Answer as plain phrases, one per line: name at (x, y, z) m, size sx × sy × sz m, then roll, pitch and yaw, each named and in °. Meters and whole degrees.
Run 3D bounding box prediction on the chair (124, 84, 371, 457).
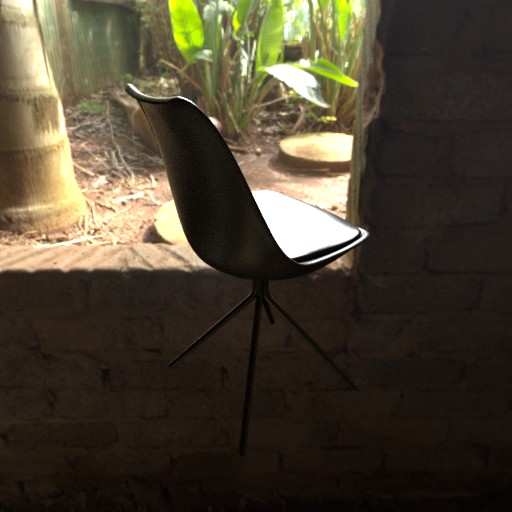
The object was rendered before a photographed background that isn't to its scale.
chair at (0.000, 0.000, 1.151) m, size 0.525 × 0.850 × 0.461 m, roll -18°, pitch 33°, yaw -31°
